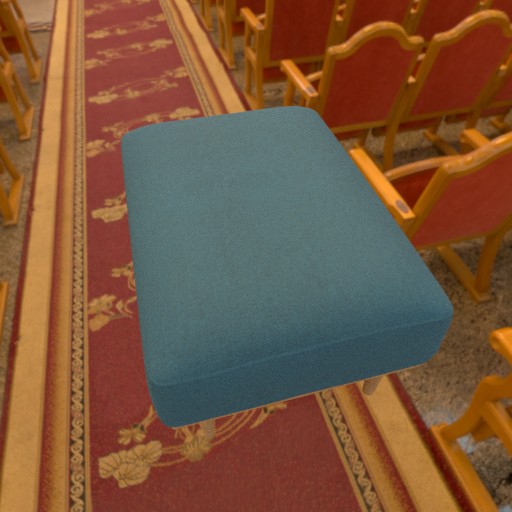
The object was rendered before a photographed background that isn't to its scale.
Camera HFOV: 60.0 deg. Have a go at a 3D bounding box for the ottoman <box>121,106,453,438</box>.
[{"bbox_3d":[0.000,0.000,1.065,0.549,0.428,0.749,-11,48,-10],"label":"ottoman"}]
